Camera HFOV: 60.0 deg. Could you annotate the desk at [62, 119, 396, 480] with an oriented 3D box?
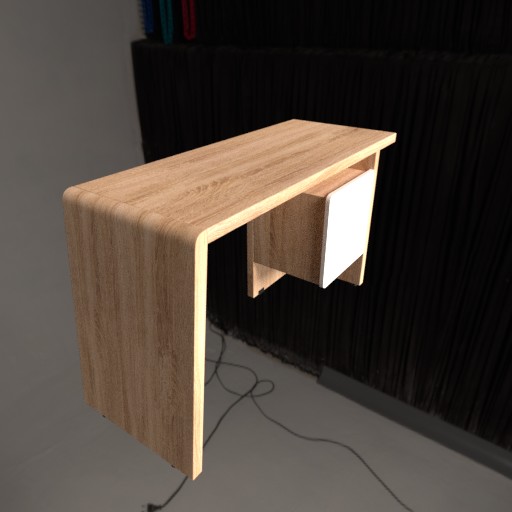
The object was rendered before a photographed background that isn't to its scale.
[{"bbox_3d":[0.000,0.000,1.675,0.500,0.750,1.300,19,33,31],"label":"desk"}]
